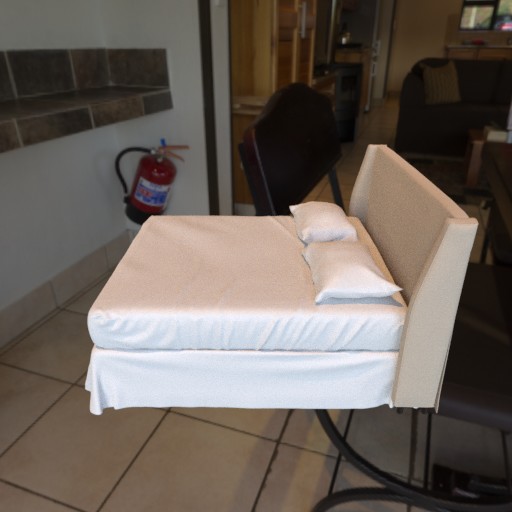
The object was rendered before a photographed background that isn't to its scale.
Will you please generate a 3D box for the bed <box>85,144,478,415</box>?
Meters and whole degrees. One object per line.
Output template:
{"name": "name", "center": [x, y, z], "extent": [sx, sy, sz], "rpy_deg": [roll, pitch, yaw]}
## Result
{"name": "bed", "center": [0.000, 0.000, 3.349], "extent": [2.276, 1.332, 1.925], "rpy_deg": [0, 26, 1]}
